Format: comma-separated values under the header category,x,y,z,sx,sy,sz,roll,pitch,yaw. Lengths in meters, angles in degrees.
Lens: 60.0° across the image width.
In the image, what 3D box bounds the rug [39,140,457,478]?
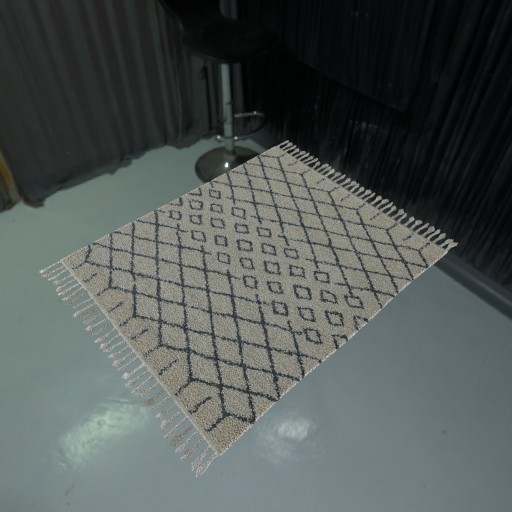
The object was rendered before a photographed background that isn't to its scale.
category,x,y,z,sx,sy,sz,roll,pitch,yaw
rug,0.000,0.000,4.194,3.213,0.030,2.388,-34,56,-27
